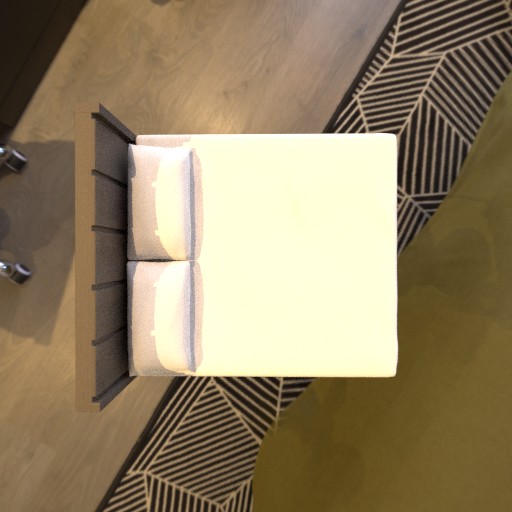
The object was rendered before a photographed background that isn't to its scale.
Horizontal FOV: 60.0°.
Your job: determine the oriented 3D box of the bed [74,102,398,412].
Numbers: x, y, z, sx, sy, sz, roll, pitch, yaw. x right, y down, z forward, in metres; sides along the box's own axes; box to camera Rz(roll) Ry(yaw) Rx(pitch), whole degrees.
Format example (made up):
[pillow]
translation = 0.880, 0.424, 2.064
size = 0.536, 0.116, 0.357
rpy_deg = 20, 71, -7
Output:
[bed]
translation = 0.000, 0.000, 3.078
size = 1.992, 1.261, 1.735
rpy_deg = 0, 90, 1
